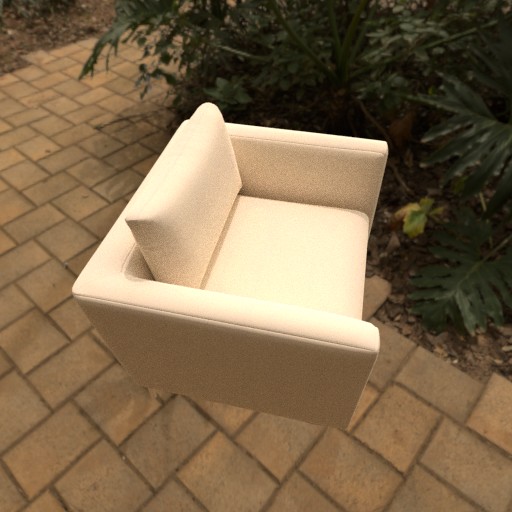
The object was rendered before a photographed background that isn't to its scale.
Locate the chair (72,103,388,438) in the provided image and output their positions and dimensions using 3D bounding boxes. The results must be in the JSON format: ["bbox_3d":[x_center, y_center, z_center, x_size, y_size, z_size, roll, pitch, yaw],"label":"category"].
[{"bbox_3d":[0.000,0.000,1.717,0.889,0.865,1.041,9,47,9],"label":"chair"}]
